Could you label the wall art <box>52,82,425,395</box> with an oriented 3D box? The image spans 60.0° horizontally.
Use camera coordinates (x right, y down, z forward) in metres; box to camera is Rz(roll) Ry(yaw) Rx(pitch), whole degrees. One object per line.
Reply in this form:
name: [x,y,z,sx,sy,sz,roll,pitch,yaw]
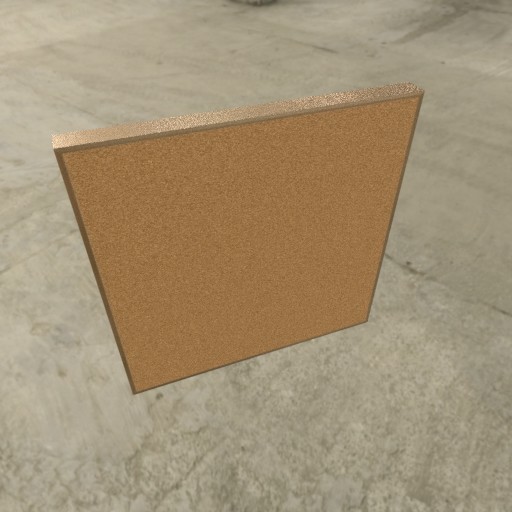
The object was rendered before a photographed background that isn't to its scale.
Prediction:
wall art: [0.000,0.000,0.758,0.513,0.511,0.038,-14,43,-16]
